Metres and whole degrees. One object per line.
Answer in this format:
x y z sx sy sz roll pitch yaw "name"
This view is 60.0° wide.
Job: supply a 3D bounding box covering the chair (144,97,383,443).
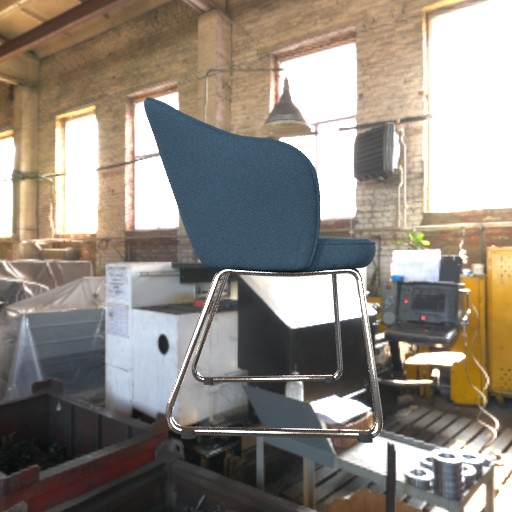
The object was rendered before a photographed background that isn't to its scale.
0.000 0.000 1.209 0.585 0.815 0.570 0 0 0 "chair"
